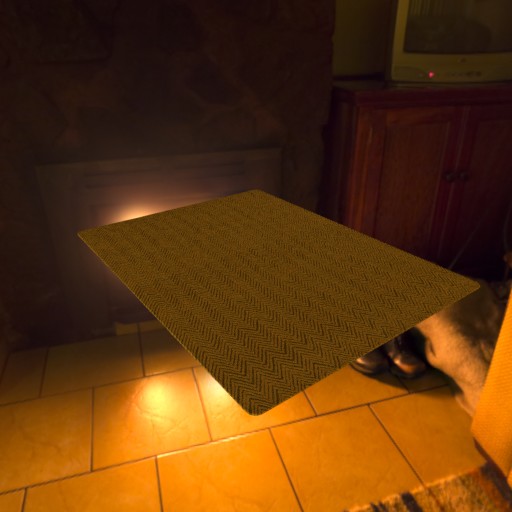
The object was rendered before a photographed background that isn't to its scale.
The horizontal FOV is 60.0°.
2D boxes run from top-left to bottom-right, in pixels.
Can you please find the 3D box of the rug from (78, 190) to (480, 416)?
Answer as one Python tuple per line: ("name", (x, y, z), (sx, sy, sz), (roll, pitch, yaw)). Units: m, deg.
("rug", (0.000, 0.000, 4.267), (2.439, 0.014, 3.207), (-19, 32, -32))
